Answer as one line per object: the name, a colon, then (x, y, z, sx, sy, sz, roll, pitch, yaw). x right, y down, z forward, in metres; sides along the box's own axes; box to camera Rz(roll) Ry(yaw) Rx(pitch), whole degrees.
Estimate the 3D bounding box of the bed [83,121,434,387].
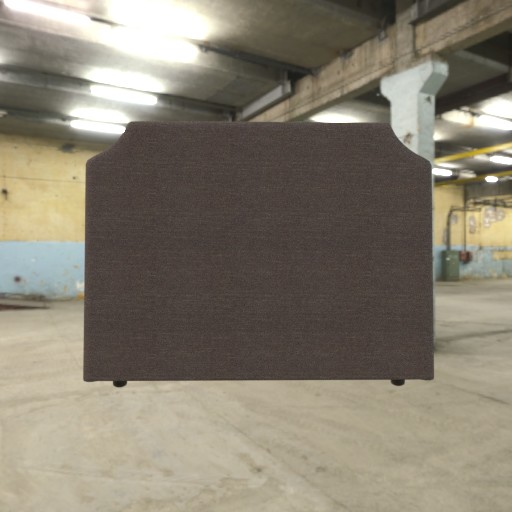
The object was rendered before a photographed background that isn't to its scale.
bed: (0.000, 0.000, 3.174, 1.693, 1.290, 2.116, 0, 0, -1)
